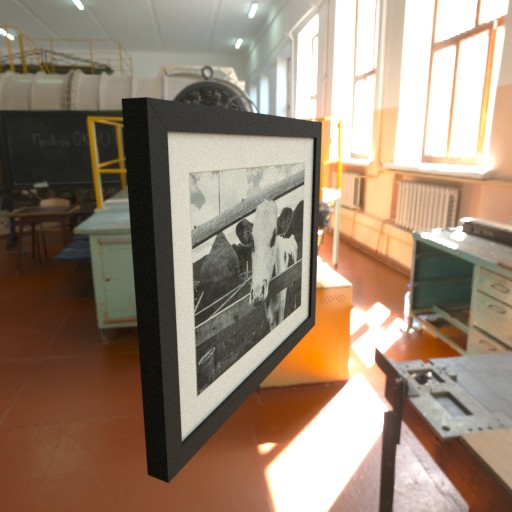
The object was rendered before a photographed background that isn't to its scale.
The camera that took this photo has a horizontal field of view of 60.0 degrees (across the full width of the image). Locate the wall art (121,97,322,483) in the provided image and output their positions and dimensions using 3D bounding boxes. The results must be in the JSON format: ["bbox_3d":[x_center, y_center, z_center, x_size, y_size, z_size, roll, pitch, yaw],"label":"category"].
[{"bbox_3d":[0.000,0.000,0.540,0.024,0.329,0.404,7,16,25],"label":"wall art"}]
